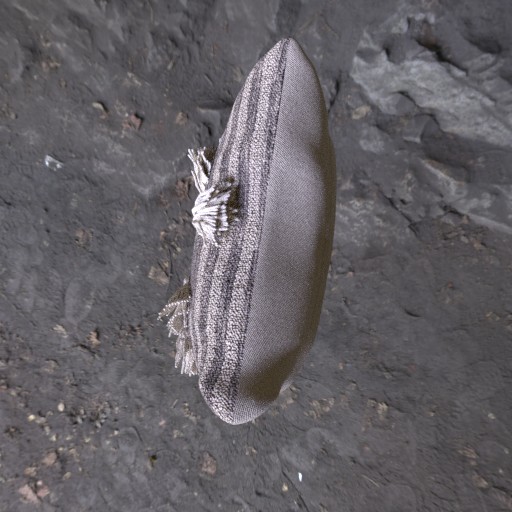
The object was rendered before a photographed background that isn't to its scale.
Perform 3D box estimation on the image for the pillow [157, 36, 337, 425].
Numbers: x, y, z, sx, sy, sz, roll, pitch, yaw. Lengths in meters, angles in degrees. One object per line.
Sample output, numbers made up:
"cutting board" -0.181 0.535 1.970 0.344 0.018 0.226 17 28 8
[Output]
"pillow" 0.000 0.000 0.752 0.234 0.490 0.484 8 77 2
